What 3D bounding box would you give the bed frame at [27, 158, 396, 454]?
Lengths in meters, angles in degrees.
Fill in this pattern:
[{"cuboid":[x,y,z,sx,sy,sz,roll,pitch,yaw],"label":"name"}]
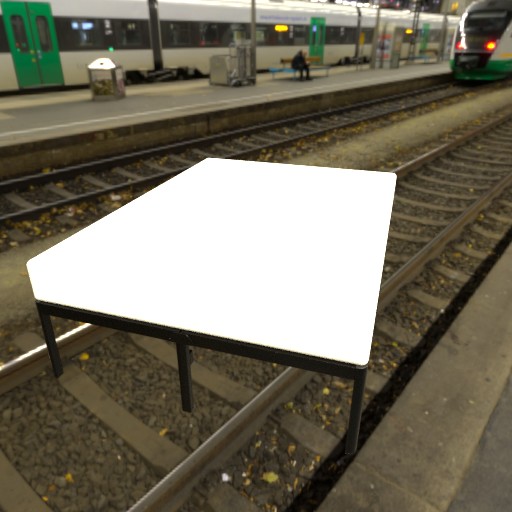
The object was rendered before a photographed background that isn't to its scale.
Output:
[{"cuboid":[0.000,0.000,2.789,1.557,0.659,2.072,8,27,16],"label":"bed frame"}]
